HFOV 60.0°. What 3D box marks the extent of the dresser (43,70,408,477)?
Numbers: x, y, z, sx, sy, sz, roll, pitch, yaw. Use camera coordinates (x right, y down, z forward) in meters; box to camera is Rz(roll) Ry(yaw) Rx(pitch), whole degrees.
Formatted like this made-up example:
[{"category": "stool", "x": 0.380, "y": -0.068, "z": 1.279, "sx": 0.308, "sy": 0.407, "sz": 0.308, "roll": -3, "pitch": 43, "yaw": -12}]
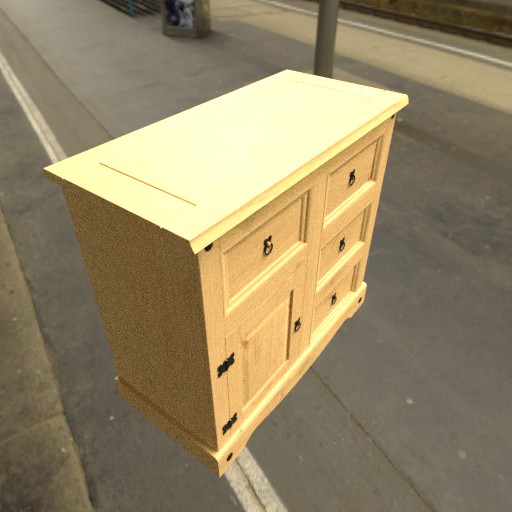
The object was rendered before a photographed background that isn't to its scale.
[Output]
[{"category": "dresser", "x": 0.000, "y": 0.000, "z": 1.376, "sx": 0.440, "sy": 0.835, "sz": 0.915, "roll": 25, "pitch": 45, "yaw": 28}]
